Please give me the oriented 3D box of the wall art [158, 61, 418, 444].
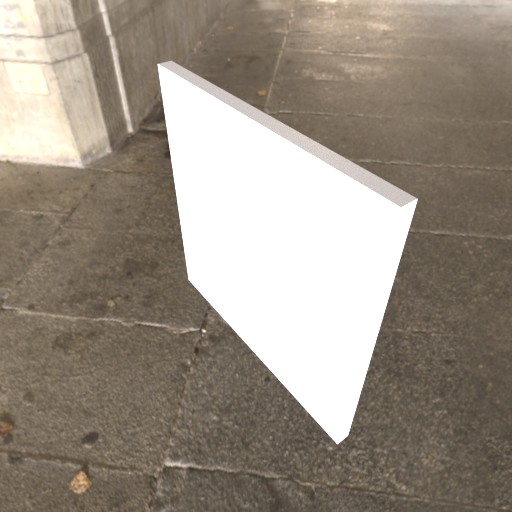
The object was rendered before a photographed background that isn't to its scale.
[{"bbox_3d":[0.000,0.000,0.839,0.028,0.559,0.559,-27,49,-27],"label":"wall art"}]
